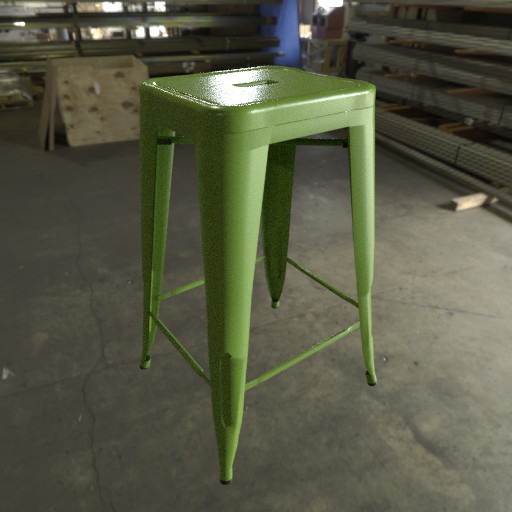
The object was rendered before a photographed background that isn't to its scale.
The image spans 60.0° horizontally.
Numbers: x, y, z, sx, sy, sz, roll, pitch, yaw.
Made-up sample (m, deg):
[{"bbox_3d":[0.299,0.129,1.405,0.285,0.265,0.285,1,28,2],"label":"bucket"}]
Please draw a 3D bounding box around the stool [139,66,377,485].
[{"bbox_3d":[0.000,0.000,0.821,0.398,0.609,0.358,-21,36,-30],"label":"stool"}]
